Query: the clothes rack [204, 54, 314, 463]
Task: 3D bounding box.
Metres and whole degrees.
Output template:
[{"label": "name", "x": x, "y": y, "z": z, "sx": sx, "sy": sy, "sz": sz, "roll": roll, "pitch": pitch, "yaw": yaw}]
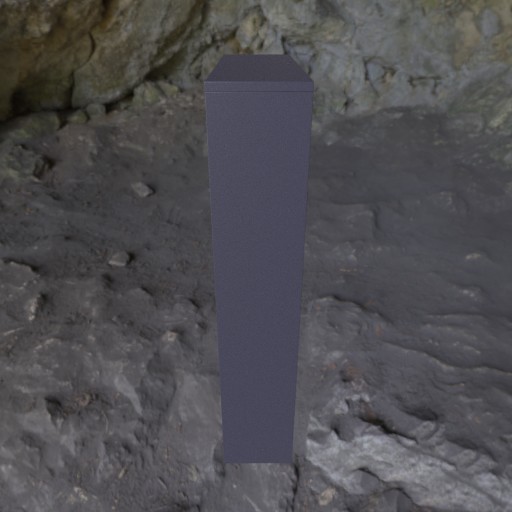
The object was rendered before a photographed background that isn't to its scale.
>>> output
[{"label": "clothes rack", "x": 0.000, "y": 0.000, "z": 1.607, "sx": 0.250, "sy": 1.280, "sz": 0.750, "roll": 0, "pitch": 29, "yaw": 0}]
